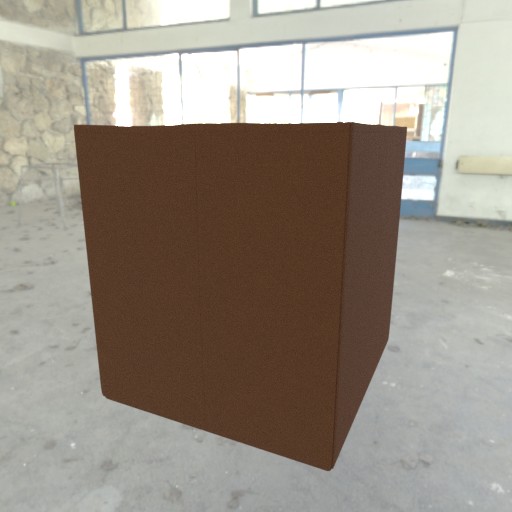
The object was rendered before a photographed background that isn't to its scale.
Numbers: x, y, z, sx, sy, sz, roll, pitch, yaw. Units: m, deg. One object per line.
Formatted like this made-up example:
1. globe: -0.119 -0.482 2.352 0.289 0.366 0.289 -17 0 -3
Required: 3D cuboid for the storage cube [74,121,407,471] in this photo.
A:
1. storage cube: 0.000 0.000 0.497 0.270 0.280 0.270 7 17 25
